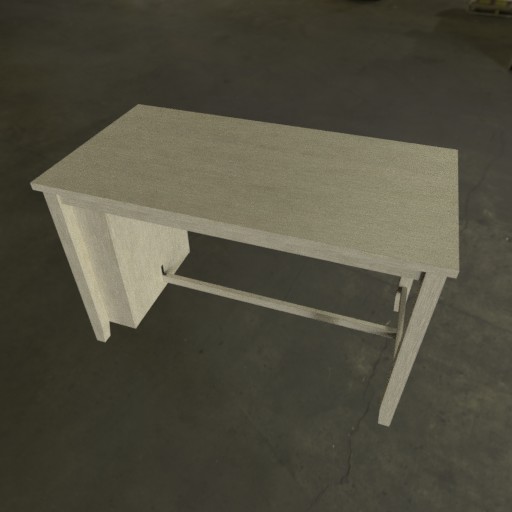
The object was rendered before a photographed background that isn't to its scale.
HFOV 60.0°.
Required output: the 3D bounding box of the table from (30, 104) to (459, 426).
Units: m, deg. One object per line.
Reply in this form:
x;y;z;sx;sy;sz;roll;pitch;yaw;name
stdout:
0.000;0.000;1.904;1.397;0.874;0.729;12;42;14;table
